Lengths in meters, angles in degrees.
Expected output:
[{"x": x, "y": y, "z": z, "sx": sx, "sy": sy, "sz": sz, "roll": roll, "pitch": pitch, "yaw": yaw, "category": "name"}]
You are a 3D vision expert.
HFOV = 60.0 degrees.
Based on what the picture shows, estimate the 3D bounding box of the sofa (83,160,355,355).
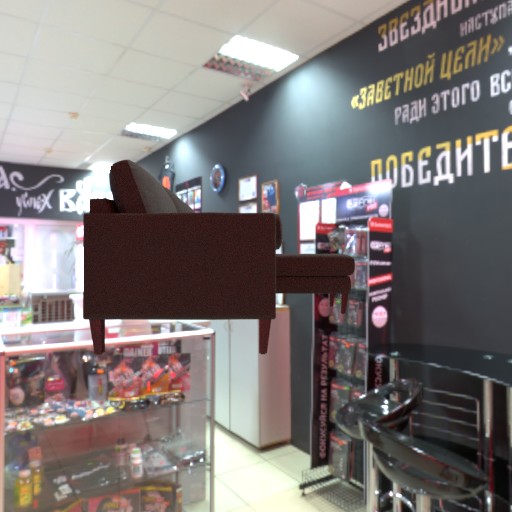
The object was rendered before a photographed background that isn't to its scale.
[{"x": 0.000, "y": 0.000, "z": 2.973, "sx": 1.506, "sy": 0.876, "sz": 2.178, "roll": 0, "pitch": -1, "yaw": 0, "category": "sofa"}]
